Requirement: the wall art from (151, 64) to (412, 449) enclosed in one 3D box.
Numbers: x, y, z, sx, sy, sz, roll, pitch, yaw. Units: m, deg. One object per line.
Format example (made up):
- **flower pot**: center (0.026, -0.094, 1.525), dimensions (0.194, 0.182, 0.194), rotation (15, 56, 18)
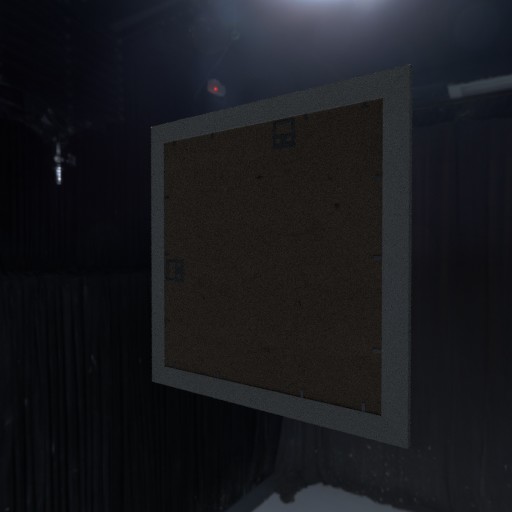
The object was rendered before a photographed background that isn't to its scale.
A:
- **wall art**: center (0.000, 0.000, 0.853), dimensions (0.584, 0.584, 0.013), rotation (1, 1, 36)
